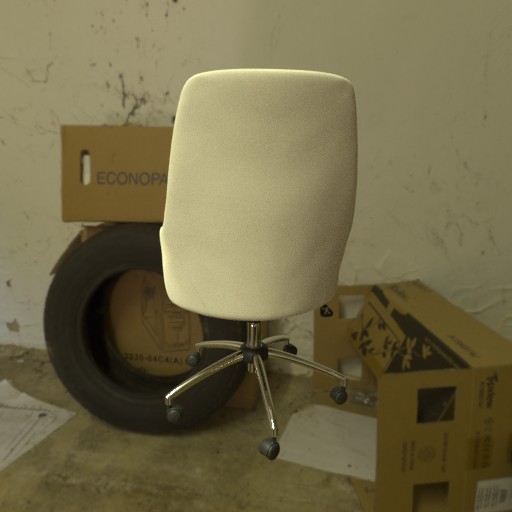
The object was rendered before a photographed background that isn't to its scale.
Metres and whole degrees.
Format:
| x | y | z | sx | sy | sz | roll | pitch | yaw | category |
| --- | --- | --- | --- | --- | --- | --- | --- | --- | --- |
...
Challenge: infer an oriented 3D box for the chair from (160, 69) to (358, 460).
| x | y | z | sx | sy | sz | roll | pitch | yaw | category |
| --- | --- | --- | --- | --- | --- | --- | --- | --- | --- |
| 0.000 | 0.000 | 1.430 | 0.620 | 1.049 | 0.640 | -3 | 15 | -10 | chair |
